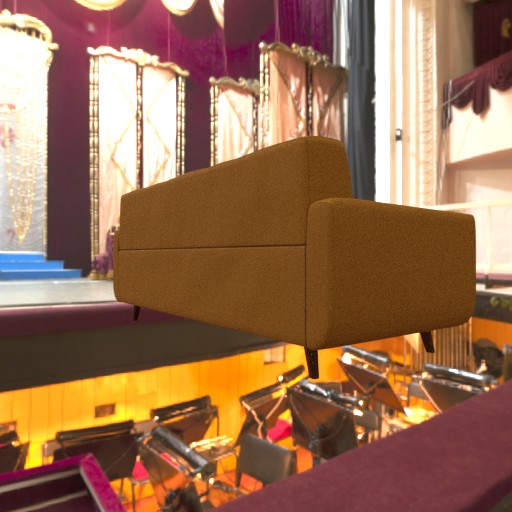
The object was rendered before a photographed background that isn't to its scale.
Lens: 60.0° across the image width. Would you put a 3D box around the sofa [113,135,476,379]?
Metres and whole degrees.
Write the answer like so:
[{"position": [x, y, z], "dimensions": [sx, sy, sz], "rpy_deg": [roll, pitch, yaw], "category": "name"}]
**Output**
[{"position": [0.000, 0.000, 2.422], "dimensions": [0.909, 0.841, 2.029], "rpy_deg": [0, 0, -36], "category": "sofa"}]
